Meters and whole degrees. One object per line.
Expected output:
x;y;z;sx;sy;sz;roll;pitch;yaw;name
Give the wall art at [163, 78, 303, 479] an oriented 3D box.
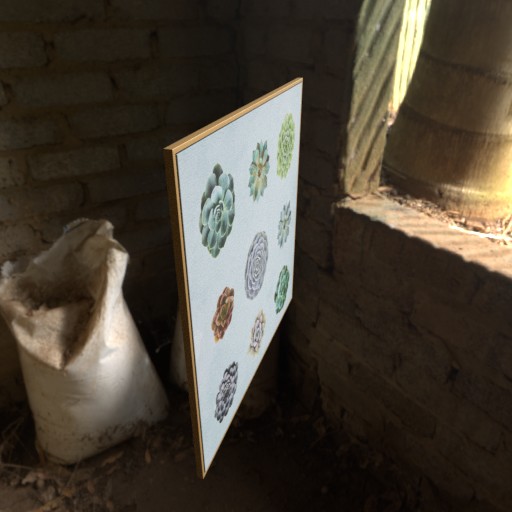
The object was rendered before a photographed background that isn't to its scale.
0.000;0.000;0.981;0.014;0.655;0.657;10;31;17;wall art
